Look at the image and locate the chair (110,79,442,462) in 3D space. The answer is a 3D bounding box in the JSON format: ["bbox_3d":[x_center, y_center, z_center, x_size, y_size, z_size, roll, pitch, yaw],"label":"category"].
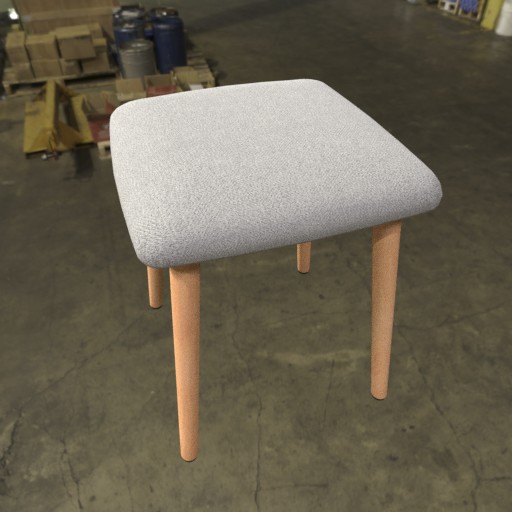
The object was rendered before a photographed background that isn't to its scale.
[{"bbox_3d":[0.000,0.000,0.674,0.350,0.440,0.350,-12,43,-14],"label":"chair"}]
